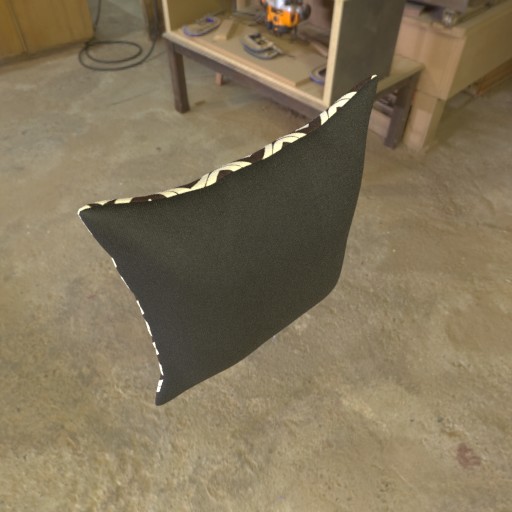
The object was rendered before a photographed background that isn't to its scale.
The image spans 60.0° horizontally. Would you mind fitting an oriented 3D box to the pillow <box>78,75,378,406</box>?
[{"bbox_3d":[0.000,0.000,0.768,0.504,0.494,0.188,-32,55,-26],"label":"pillow"}]
